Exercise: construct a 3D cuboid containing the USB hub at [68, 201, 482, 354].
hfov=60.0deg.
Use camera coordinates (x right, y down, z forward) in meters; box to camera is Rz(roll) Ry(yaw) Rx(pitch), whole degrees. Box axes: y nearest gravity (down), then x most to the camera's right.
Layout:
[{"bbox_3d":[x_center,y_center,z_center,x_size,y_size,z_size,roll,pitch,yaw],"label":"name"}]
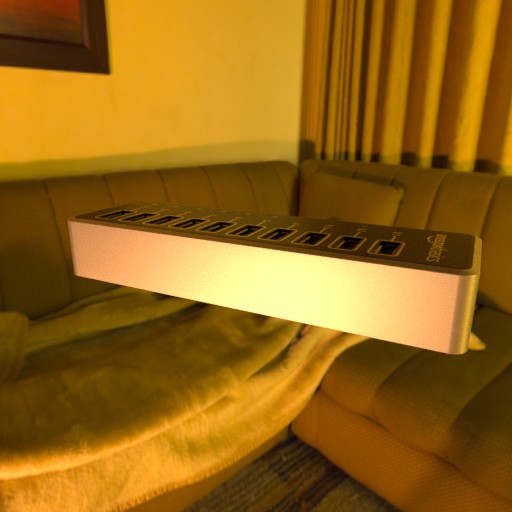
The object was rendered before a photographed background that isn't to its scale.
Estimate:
[{"bbox_3d":[0.000,0.000,0.162,0.145,0.023,0.044,8,19,25],"label":"USB hub"}]
